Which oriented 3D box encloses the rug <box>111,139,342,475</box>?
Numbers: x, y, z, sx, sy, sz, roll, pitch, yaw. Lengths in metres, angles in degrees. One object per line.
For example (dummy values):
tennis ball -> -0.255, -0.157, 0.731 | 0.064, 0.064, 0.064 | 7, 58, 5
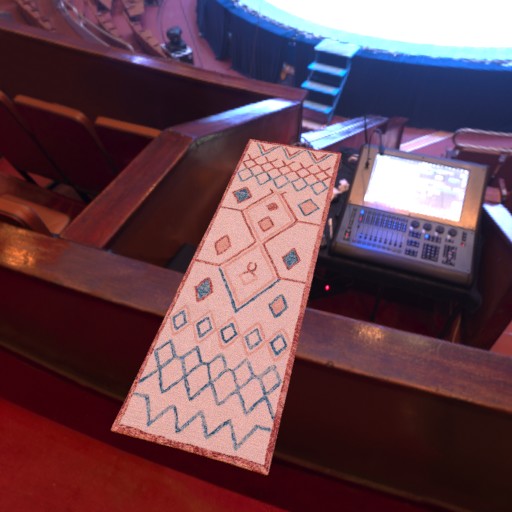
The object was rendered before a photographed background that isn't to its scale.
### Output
rug -> 0.000, 0.000, 2.766 | 0.750, 0.011, 2.435 | 11, 49, 10
